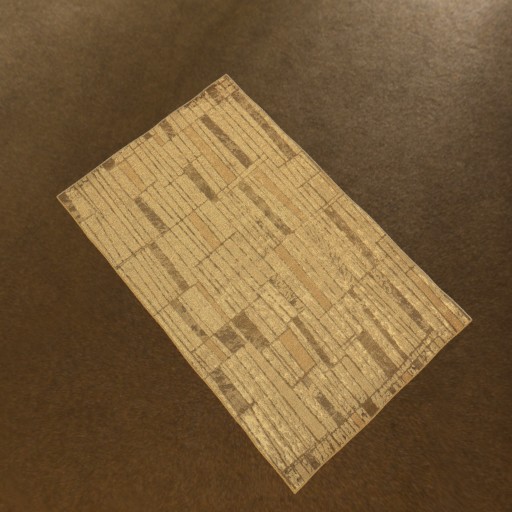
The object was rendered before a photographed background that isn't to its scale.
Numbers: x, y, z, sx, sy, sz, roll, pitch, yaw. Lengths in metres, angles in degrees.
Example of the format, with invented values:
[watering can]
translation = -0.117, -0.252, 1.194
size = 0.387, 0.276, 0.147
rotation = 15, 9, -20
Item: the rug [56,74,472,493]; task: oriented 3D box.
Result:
[rug]
translation = 0.000, 0.000, 2.932
size = 1.531, 0.023, 2.444
rotation = -40, 78, -10
